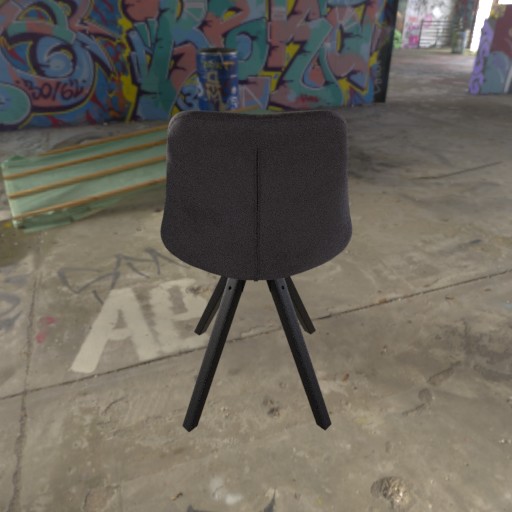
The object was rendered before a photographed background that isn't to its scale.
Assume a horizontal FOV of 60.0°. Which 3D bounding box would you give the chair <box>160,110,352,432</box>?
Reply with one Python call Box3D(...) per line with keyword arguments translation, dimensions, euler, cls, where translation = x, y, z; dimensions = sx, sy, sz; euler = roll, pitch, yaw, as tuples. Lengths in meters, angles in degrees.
Box3D(translation=(0.000, 0.000, 1.193), dimensions=(0.476, 0.850, 0.550), euler=(0, 29, -1), cls="chair")
